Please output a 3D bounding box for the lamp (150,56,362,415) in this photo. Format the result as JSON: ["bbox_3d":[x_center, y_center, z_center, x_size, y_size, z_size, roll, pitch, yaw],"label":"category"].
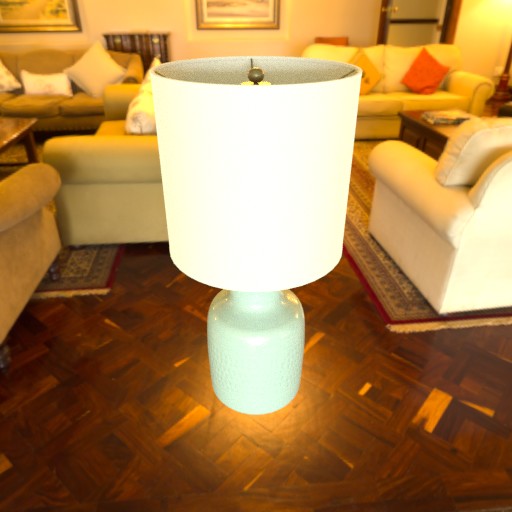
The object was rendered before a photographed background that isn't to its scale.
[{"bbox_3d":[0.000,0.000,1.106,0.418,0.871,0.418,20,36,30],"label":"lamp"}]
